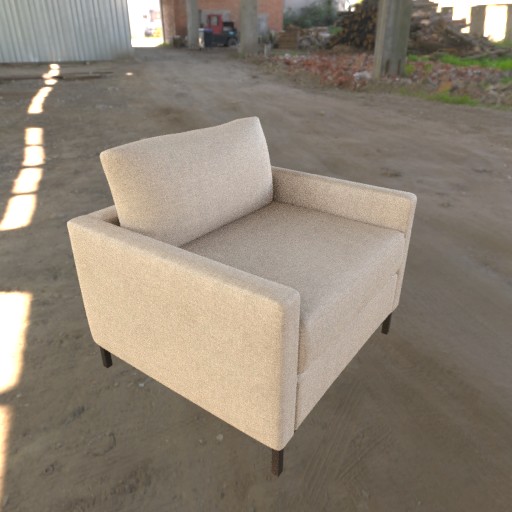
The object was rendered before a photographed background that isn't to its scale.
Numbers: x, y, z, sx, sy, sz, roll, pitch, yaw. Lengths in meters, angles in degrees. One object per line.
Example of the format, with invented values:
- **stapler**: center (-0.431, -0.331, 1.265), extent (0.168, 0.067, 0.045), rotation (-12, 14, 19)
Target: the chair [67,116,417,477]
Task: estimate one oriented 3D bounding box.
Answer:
- **chair**: center (0.000, 0.000, 1.633), extent (0.866, 0.861, 0.963), rotation (18, 32, 32)
